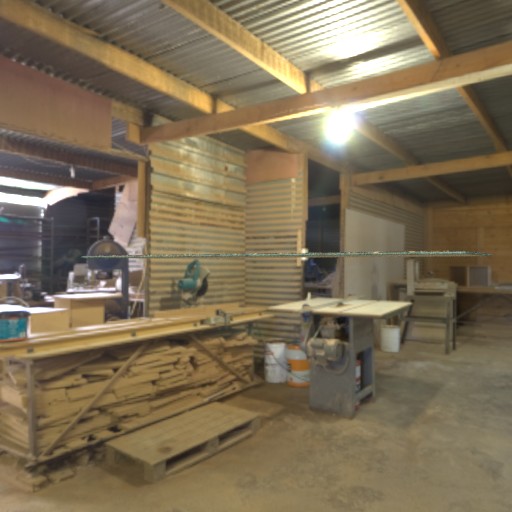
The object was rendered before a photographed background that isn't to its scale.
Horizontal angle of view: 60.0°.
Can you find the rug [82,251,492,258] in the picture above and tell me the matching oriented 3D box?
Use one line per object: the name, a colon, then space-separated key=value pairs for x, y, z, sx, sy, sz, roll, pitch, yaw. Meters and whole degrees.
rug: x=0.000 y=0.000 z=2.507 sx=2.292 sy=0.014 sz=0.685 roll=-1 pitch=-1 yaw=35
